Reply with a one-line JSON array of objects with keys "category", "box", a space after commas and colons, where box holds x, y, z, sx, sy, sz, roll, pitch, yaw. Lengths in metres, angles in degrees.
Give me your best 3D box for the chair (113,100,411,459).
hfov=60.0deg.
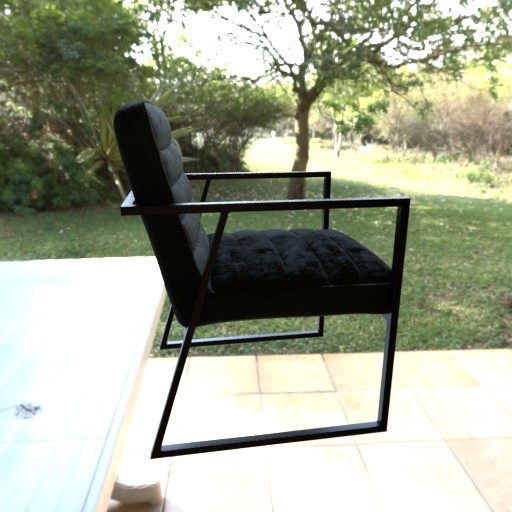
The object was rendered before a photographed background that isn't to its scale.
[{"category": "chair", "box": [0.000, 0.000, 1.273, 0.677, 0.833, 0.571, -3, 17, -9]}]
